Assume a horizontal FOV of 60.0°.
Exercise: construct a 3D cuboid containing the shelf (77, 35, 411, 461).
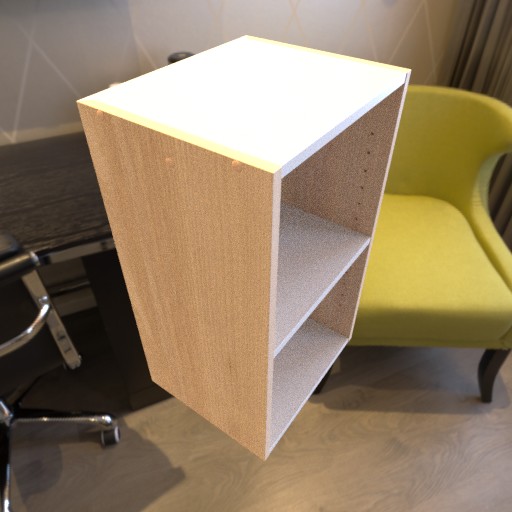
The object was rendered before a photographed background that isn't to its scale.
[{"bbox_3d":[0.000,0.000,0.780,0.290,0.600,0.350,25,47,26],"label":"shelf"}]
